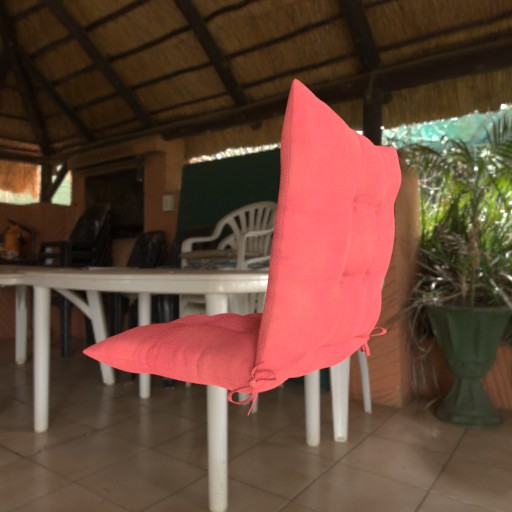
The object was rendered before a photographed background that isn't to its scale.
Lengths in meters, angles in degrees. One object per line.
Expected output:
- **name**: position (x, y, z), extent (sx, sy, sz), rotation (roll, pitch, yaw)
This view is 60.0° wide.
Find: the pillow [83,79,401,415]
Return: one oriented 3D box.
- **pillow**: position (0.000, 0.000, 1.021), extent (0.585, 0.536, 0.541), rotation (0, -1, 35)
